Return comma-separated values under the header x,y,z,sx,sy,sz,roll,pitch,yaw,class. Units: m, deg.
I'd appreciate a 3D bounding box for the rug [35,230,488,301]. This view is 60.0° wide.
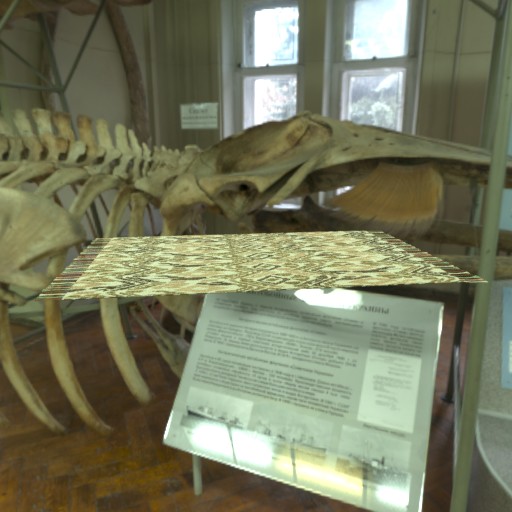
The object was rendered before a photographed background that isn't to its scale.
x,y,z,sx,sy,sz,roll,pitch,yaw,class
0.000,0.000,3.049,2.438,0.008,1.524,-2,15,-8,rug
